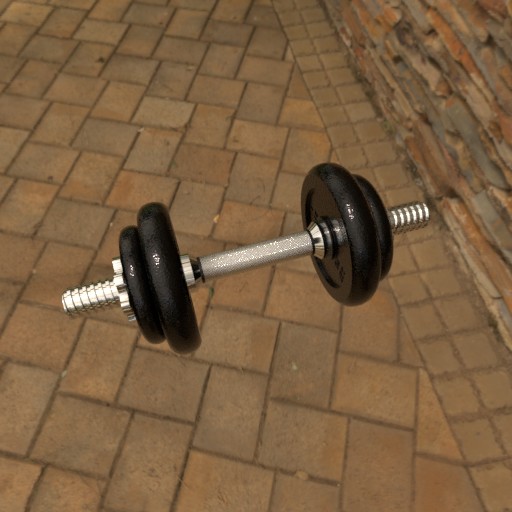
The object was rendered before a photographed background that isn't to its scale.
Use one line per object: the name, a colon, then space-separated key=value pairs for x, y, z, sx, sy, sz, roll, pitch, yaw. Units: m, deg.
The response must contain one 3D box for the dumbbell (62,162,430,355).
dumbbell: x=0.000 y=0.000 z=0.597 sx=0.497 sy=0.202 sz=0.202 roll=-14 pitch=59 yaw=-9
